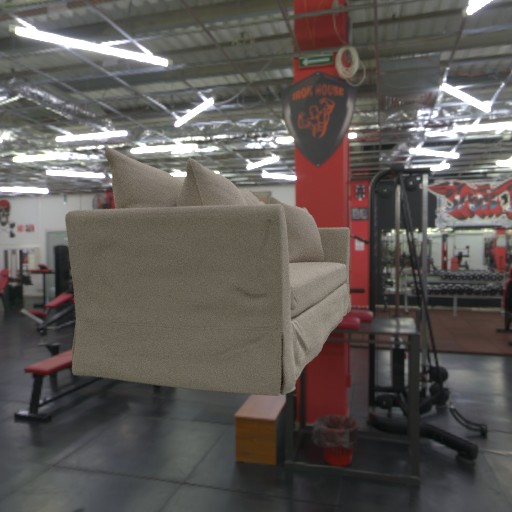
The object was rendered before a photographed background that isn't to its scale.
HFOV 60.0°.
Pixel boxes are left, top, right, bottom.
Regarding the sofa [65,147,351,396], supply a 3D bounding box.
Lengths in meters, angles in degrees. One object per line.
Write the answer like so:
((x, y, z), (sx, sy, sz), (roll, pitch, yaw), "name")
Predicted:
((0.000, 0.000, 2.994), (1.046, 1.047, 2.499), (0, 1, 18), "sofa")
